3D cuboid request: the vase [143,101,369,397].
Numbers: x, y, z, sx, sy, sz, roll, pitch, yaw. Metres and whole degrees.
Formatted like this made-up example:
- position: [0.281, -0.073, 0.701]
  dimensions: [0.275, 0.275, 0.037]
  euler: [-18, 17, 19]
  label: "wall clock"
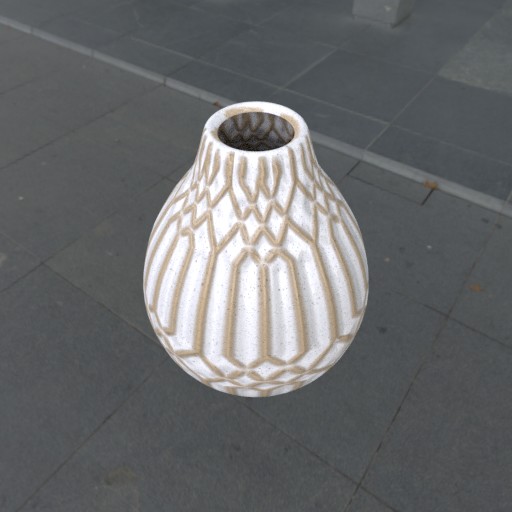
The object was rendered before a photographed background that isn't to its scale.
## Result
- position: [0.000, 0.000, 0.303]
  dimensions: [0.159, 0.200, 0.159]
  euler: [0, 47, 0]
  label: "vase"
